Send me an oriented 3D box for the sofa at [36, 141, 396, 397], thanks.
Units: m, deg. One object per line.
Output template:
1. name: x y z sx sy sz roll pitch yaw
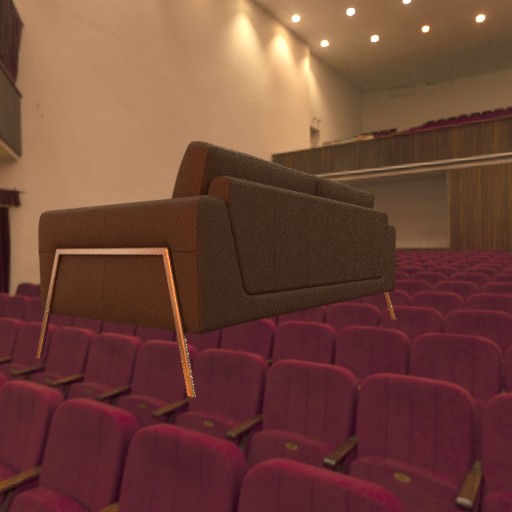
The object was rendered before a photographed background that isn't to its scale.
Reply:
1. sofa: 0.000 0.000 2.481 0.953 0.875 2.017 0 0 35
